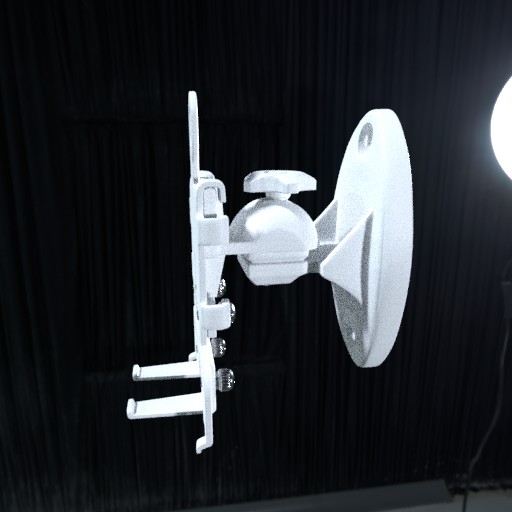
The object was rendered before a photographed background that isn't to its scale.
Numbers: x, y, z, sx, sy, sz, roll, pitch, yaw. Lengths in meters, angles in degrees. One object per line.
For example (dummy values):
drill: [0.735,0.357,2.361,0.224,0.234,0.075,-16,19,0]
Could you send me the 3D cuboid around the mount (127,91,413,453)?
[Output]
mount: [0.000,0.000,0.170,0.100,0.118,0.066,-3,15,-10]
